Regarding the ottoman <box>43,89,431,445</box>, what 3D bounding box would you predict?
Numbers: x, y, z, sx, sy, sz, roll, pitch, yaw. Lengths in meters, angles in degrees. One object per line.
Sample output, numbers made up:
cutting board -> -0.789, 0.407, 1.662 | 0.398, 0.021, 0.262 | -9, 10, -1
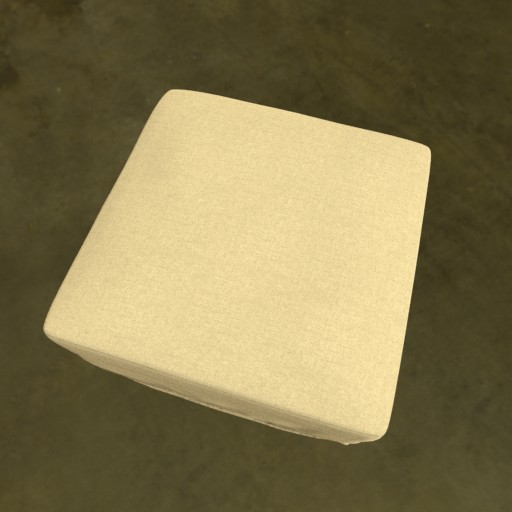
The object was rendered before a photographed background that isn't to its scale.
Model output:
ottoman -> 0.000, 0.000, 1.301 | 0.840, 0.436, 0.843 | 15, 65, 7
